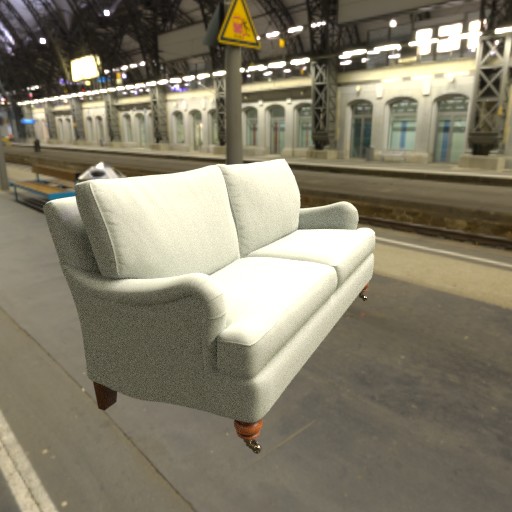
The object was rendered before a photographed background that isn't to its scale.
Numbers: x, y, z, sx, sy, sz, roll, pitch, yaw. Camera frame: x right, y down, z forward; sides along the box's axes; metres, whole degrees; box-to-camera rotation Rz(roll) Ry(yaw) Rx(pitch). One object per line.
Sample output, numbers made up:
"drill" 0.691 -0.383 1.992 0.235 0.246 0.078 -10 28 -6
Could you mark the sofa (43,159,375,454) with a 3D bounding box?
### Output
"sofa" 0.000 0.000 2.740 1.069 1.096 2.193 8 17 25
